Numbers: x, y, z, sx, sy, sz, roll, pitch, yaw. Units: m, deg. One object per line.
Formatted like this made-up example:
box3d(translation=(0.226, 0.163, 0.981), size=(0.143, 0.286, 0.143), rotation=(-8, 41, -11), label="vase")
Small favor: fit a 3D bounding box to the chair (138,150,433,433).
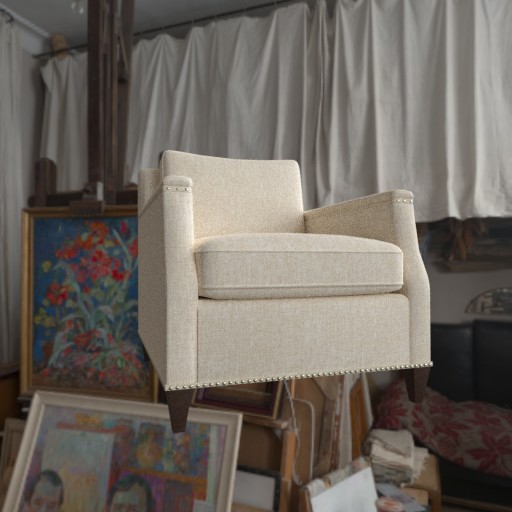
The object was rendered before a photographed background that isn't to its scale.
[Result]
box3d(translation=(0.000, 0.000, 1.742), size=(0.838, 0.940, 1.041), rotation=(0, -1, -19), label="chair")
